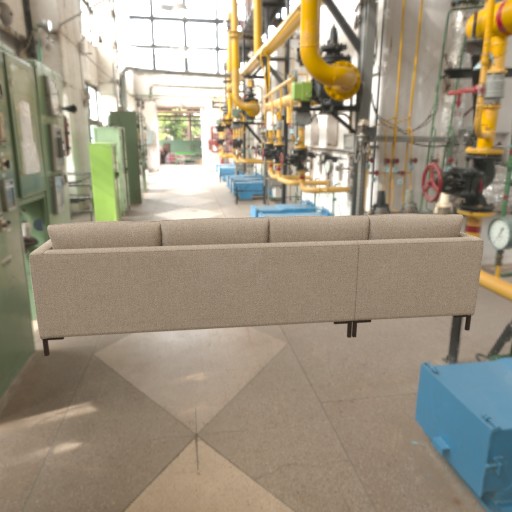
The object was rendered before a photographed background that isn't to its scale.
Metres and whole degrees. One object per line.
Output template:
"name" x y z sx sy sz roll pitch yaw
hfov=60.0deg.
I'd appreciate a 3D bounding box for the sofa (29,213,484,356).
"sofa" 0.000 0.000 3.493 2.923 0.816 1.469 -2 15 -8
